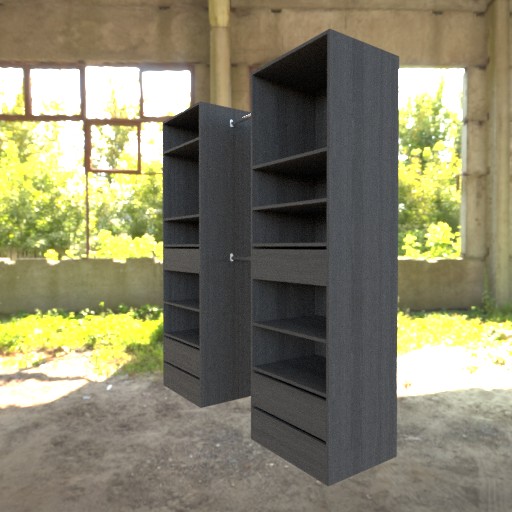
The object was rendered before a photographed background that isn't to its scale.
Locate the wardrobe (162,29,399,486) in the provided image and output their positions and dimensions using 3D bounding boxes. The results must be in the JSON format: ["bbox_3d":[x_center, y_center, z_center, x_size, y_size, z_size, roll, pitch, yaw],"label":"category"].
[{"bbox_3d":[0.000,0.000,2.795,0.480,2.000,1.770,-1,1,-36],"label":"wardrobe"}]
